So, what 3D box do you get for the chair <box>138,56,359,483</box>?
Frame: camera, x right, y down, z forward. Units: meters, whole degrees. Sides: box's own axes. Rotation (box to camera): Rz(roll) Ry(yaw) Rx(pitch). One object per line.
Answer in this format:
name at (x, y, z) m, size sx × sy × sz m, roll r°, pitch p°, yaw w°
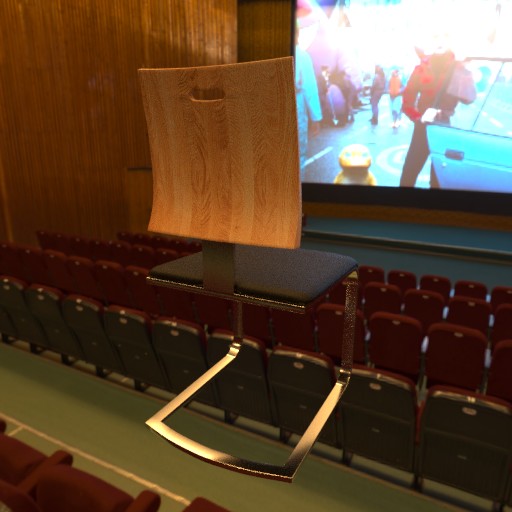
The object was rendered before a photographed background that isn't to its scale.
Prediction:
chair at (0.000, 0.000, 1.226) m, size 0.462 × 0.936 × 0.560 m, roll 8°, pitch 17°, yaw 27°
